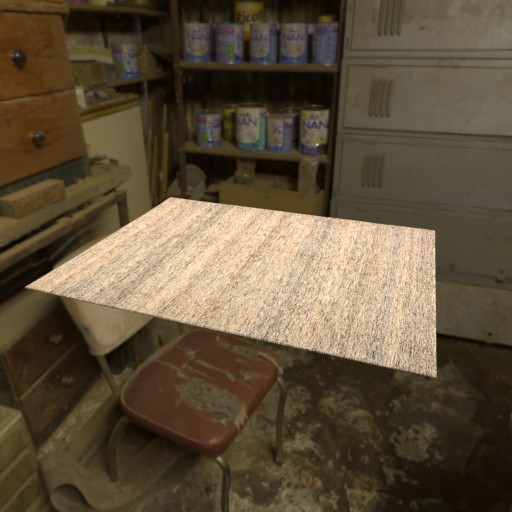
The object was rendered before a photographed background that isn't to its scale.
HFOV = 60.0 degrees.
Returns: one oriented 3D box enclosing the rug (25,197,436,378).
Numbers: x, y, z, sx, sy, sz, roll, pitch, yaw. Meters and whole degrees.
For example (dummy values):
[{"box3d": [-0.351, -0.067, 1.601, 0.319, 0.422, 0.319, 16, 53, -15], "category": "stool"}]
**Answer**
[{"box3d": [0.000, 0.000, 4.203, 3.199, 0.036, 2.414, 9, 28, 18], "category": "rug"}]
